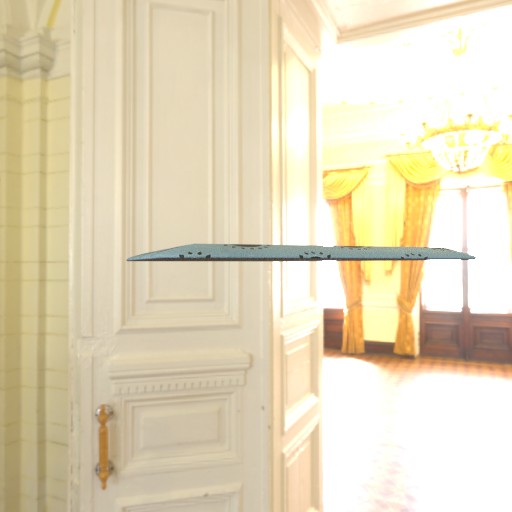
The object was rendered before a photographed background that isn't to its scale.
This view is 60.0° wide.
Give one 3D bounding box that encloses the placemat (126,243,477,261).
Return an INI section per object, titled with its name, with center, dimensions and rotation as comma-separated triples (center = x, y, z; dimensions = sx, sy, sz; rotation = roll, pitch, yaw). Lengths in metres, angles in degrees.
[placemat]
center = 0.000, 0.000, 0.975
dimensions = 0.508, 0.021, 0.762
rotation = 0, -1, -20
